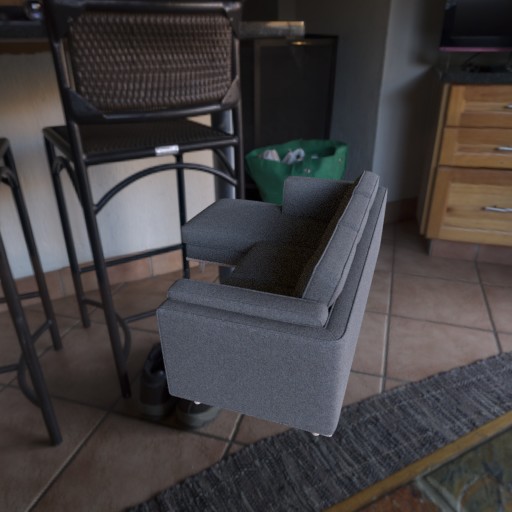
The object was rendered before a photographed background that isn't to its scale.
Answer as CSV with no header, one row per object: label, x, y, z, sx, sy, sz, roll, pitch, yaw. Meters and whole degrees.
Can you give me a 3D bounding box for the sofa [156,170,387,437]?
sofa,0.000,0.000,3.176,1.604,0.929,2.411,9,27,17
